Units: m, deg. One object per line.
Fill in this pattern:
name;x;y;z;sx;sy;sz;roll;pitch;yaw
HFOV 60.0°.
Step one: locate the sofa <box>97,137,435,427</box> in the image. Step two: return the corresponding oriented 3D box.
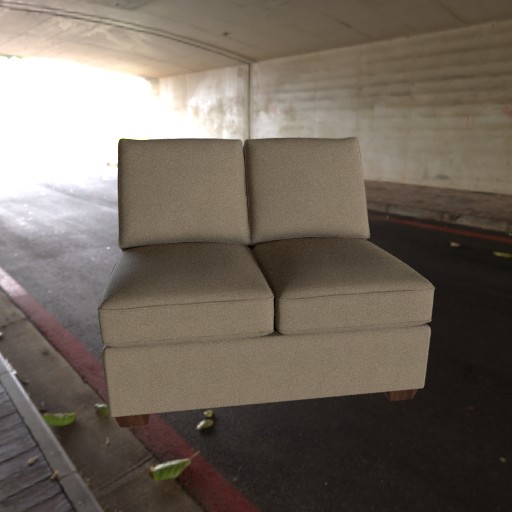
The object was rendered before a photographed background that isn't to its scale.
sofa;0.000;0.000;1.980;1.232;1.006;0.978;-3;17;-8
